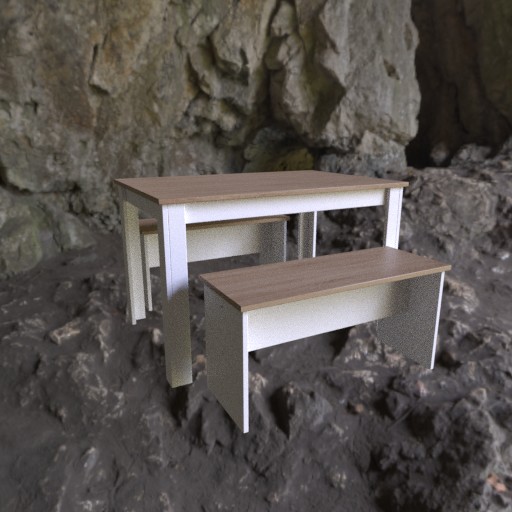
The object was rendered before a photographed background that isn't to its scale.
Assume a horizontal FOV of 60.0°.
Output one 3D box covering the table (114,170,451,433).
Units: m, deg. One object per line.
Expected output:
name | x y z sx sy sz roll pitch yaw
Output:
table | 0.000 0.000 2.072 1.100 0.700 1.443 -8 17 -27
